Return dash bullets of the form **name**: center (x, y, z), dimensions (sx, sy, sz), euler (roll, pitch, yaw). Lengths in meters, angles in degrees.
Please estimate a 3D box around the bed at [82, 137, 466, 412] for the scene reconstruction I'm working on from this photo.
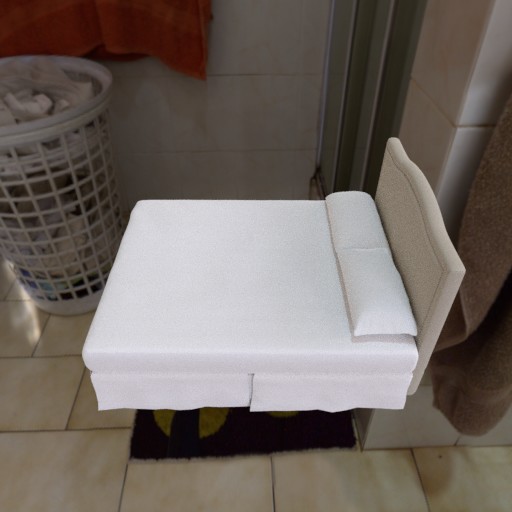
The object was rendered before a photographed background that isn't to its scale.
- **bed**: center (0.000, 0.000, 3.634), dimensions (2.477, 1.437, 1.977), euler (0, 41, 0)
